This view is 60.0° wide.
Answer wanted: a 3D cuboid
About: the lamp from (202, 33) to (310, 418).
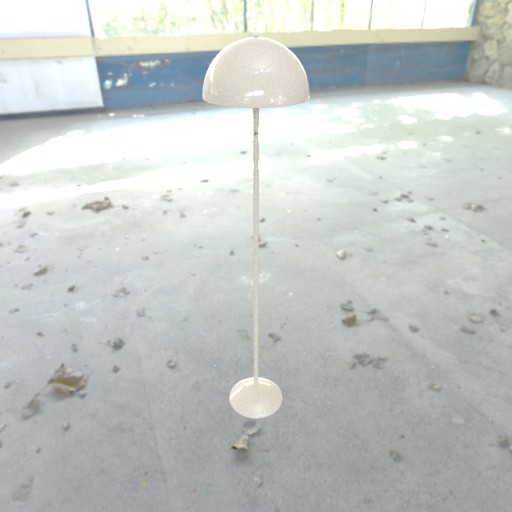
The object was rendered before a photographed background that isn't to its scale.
[{"bbox_3d":[0.000,0.000,1.649,0.328,1.480,0.328,-10,31,-17],"label":"lamp"}]
